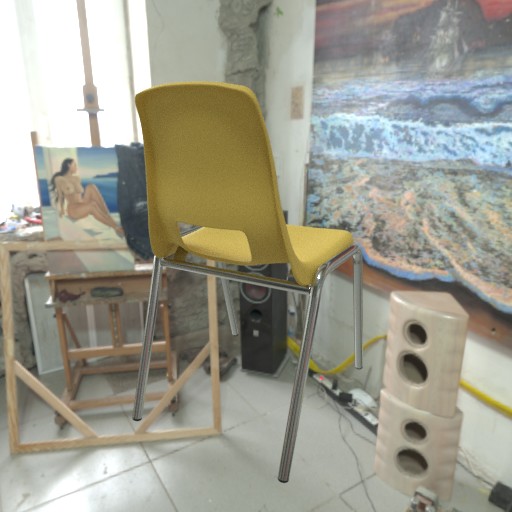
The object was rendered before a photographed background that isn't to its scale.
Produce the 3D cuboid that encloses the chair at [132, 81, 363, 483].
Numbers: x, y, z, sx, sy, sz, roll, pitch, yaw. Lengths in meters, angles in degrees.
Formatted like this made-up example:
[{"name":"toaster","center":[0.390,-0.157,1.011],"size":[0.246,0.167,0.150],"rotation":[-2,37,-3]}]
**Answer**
[{"name":"chair","center":[0.000,0.000,0.921],"size":[0.381,0.653,0.436],"rotation":[10,20,27]}]
